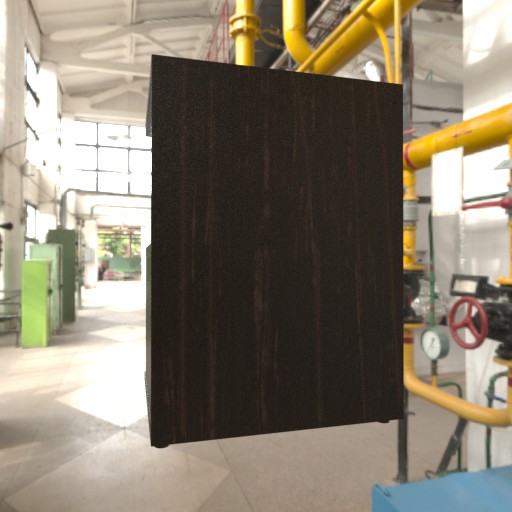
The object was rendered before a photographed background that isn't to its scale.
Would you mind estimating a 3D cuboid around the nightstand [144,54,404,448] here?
[{"bbox_3d":[0.000,0.000,0.839,0.400,0.559,0.356,0,0,-16],"label":"nightstand"}]
